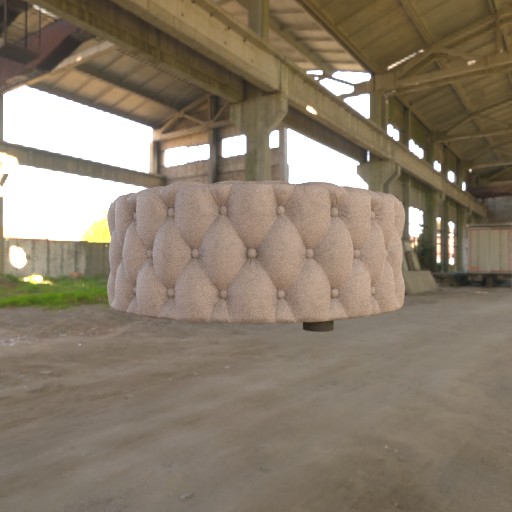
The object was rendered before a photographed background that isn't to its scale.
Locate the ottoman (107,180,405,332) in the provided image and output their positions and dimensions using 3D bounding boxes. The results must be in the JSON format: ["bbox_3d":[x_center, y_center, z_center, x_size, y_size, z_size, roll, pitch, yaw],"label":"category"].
[{"bbox_3d":[0.000,0.000,1.560,0.998,0.399,0.998,0,0,0],"label":"ottoman"}]
